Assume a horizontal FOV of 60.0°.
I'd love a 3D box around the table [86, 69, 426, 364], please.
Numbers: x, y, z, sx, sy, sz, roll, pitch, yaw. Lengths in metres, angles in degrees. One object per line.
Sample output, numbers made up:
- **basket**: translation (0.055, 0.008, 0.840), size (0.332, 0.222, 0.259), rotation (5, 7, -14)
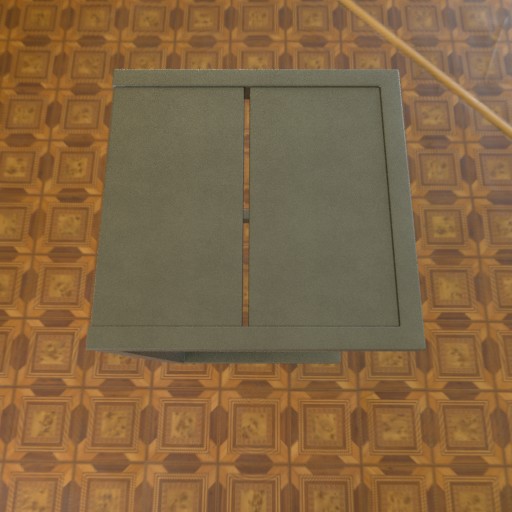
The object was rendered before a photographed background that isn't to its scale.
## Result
- **table**: translation (0.000, 0.000, 0.892), size (0.420, 0.609, 0.405), rotation (0, 75, 0)
